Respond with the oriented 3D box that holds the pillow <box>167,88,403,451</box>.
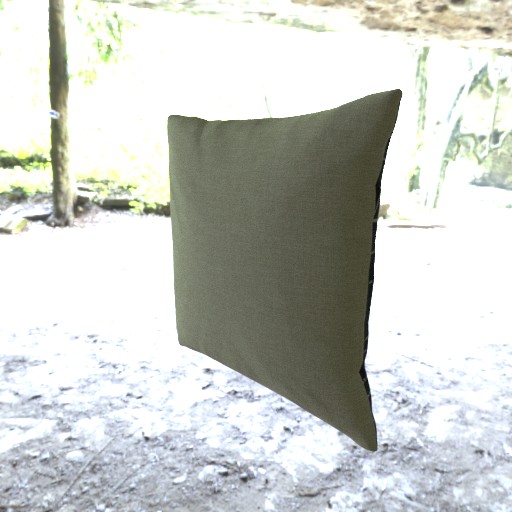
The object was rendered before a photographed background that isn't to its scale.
[{"bbox_3d":[0.000,0.000,0.778,0.158,0.508,0.517,-12,18,-42],"label":"pillow"}]
